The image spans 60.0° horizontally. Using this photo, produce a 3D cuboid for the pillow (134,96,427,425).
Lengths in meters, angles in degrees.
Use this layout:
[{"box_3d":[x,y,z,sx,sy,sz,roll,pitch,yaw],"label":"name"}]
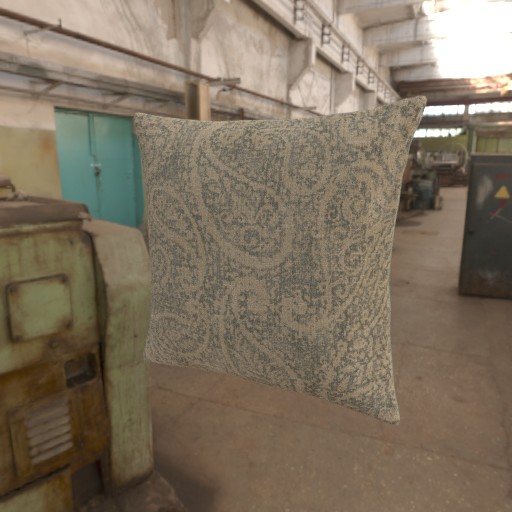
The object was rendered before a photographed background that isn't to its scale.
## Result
[{"box_3d":[0.000,0.000,0.781,0.526,0.507,0.166,6,14,26],"label":"pillow"}]
